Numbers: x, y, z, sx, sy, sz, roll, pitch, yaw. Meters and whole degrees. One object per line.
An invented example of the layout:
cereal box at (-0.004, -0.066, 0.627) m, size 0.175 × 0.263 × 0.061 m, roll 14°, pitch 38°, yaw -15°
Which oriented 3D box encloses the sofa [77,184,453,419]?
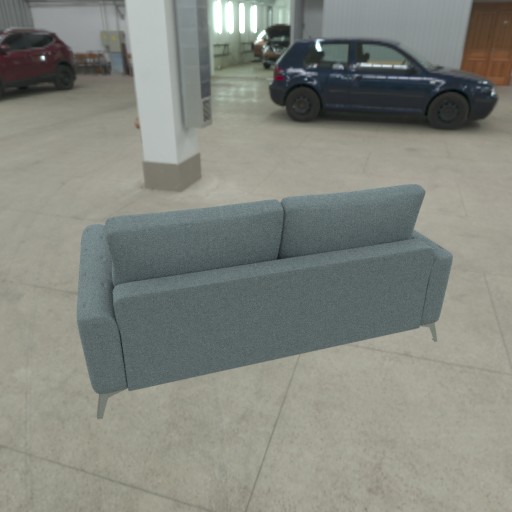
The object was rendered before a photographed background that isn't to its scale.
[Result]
sofa at (0.000, 0.000, 2.212) m, size 1.650 × 0.790 × 0.920 m, roll -8°, pitch 28°, yaw -16°
